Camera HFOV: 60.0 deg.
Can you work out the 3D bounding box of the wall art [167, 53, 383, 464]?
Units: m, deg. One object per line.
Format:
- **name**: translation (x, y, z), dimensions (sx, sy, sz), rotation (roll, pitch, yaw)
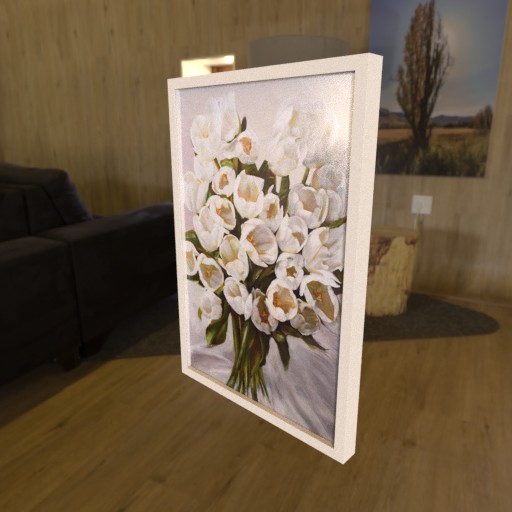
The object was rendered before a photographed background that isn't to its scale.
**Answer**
- **wall art**: translation (0.000, 0.000, 0.842), dimensions (0.450, 0.657, 0.038), rotation (14, 21, 41)
